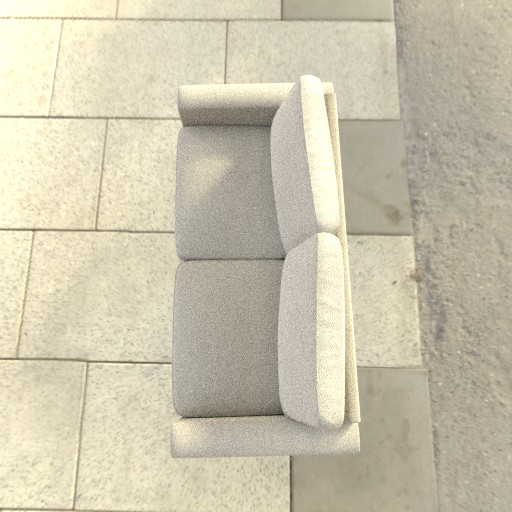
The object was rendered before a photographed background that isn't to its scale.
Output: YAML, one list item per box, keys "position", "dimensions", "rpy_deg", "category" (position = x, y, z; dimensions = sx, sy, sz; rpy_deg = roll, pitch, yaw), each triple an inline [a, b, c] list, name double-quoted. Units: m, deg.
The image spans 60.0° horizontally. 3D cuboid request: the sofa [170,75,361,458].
- position: [0.000, 0.000, 2.645]
  dimensions: [1.016, 0.873, 2.179]
  rpy_deg: [-1, 76, 0]
  category: "sofa"
